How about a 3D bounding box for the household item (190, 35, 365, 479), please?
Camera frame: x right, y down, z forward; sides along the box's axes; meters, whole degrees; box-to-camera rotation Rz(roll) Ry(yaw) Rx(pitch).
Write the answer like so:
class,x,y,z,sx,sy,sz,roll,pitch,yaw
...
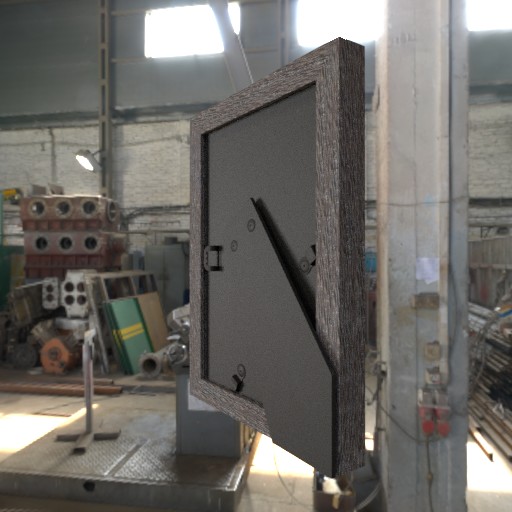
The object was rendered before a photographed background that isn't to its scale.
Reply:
class,x,y,z,sx,sy,sz,roll,pitch,yaw
household item,0.000,0.000,0.238,0.020,0.180,0.133,0,0,-36
